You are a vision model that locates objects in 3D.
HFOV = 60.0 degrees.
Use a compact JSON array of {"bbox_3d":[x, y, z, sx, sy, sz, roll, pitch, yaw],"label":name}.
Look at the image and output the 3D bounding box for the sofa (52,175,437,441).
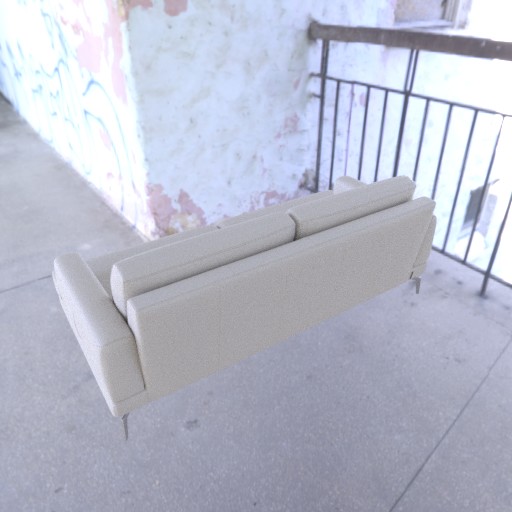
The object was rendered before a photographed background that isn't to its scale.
[{"bbox_3d":[0.000,0.000,2.407,1.940,0.765,0.974,-19,37,-28],"label":"sofa"}]
